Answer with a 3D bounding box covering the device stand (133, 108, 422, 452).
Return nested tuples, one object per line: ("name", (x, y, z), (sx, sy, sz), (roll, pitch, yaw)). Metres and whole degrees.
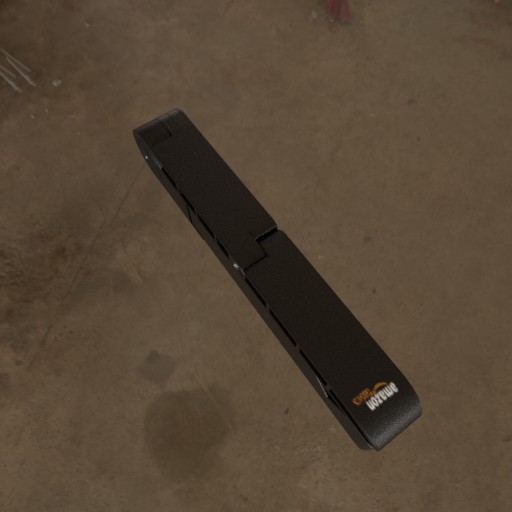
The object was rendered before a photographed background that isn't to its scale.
("device stand", (0.000, 0.000, 0.195), (0.026, 0.030, 0.179), (-33, 69, -14))
